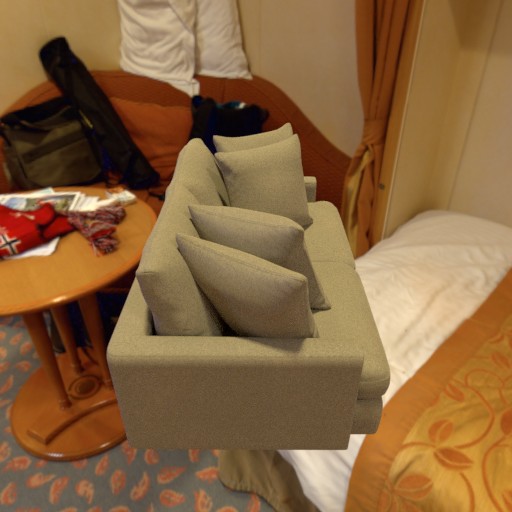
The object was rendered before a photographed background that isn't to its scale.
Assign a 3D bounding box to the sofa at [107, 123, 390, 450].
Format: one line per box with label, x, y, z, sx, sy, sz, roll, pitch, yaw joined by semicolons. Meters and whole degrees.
sofa;0.000;0.000;2.610;1.228;1.080;1.869;0;33;0
